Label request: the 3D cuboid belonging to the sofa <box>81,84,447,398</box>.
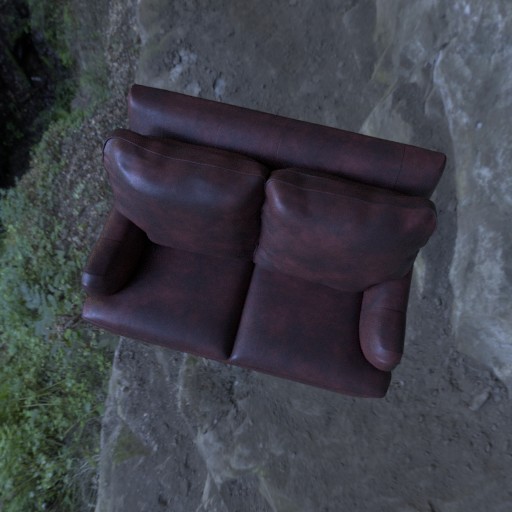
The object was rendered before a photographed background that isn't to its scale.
[{"bbox_3d":[0.000,0.000,2.347,1.628,1.070,1.148,14,76,4],"label":"sofa"}]
